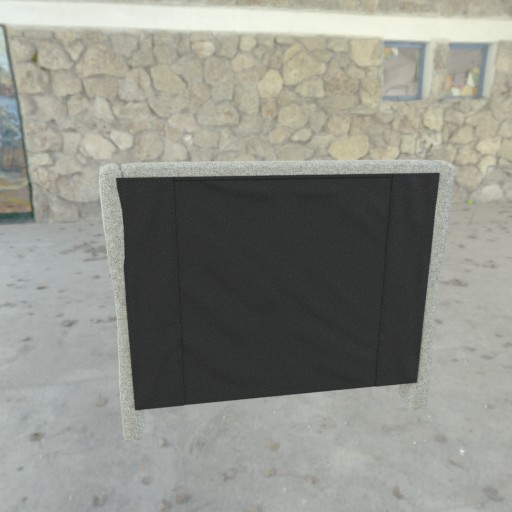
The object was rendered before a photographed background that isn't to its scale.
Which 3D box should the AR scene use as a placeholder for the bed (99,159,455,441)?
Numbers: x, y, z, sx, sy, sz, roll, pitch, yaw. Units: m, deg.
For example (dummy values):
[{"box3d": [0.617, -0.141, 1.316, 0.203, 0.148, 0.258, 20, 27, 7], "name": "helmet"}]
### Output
[{"box3d": [0.000, 0.000, 3.925, 2.219, 1.771, 2.347, -3, 16, -9], "name": "bed"}]
